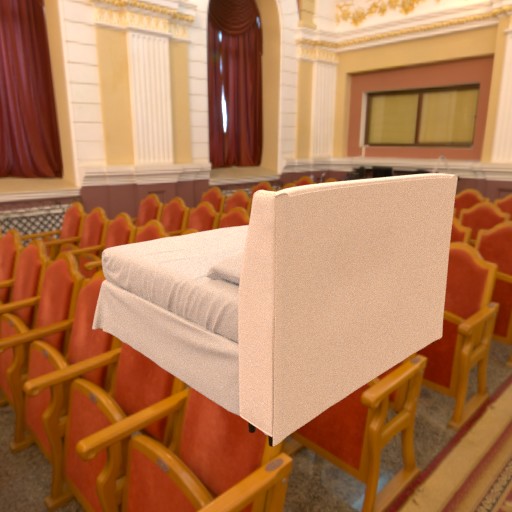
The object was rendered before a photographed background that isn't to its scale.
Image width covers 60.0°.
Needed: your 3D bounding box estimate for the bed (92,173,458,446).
[{"bbox_3d":[0.000,0.000,3.510,1.925,1.332,2.276,-13,19,-42],"label":"bed"}]
